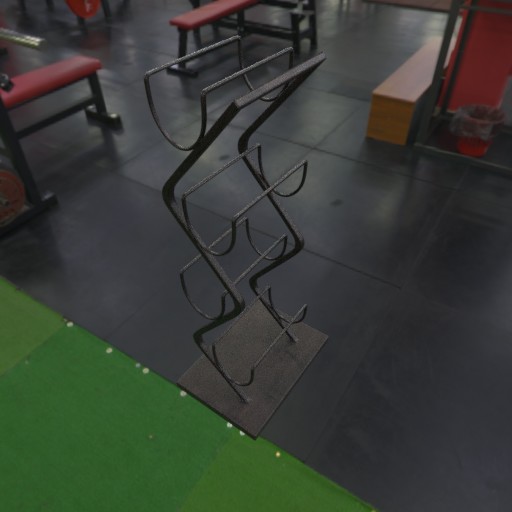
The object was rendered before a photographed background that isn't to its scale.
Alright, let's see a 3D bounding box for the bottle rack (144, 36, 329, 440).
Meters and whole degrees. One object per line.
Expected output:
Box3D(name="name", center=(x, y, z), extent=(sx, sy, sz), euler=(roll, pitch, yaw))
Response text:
Box3D(name="bottle rack", center=(0.000, 0.000, 0.672), extent=(0.178, 0.559, 0.254), euler=(25, 48, 25))
